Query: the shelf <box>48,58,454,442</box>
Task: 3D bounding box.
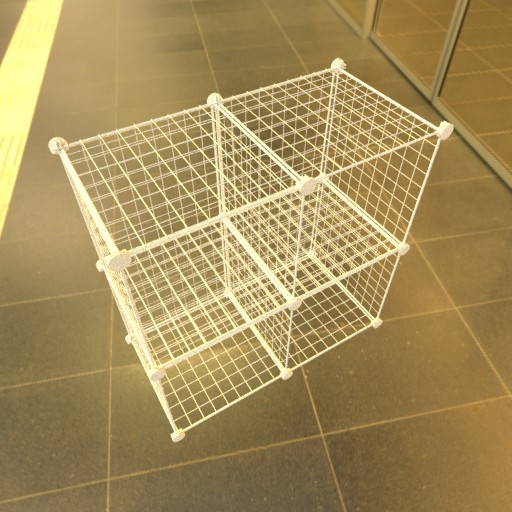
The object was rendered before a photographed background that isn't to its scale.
[{"bbox_3d":[0.000,0.000,1.118,0.711,0.711,0.356,-24,52,-21],"label":"shelf"}]
